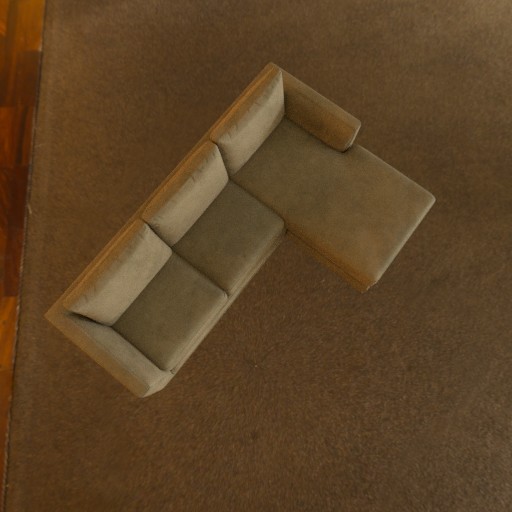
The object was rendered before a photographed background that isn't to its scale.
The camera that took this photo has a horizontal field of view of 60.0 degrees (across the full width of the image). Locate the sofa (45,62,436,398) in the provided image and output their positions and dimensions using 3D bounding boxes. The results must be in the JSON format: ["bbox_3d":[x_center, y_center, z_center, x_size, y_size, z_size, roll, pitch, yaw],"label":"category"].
[{"bbox_3d":[0.000,0.000,3.236,1.622,0.987,2.438,37,79,9],"label":"sofa"}]
